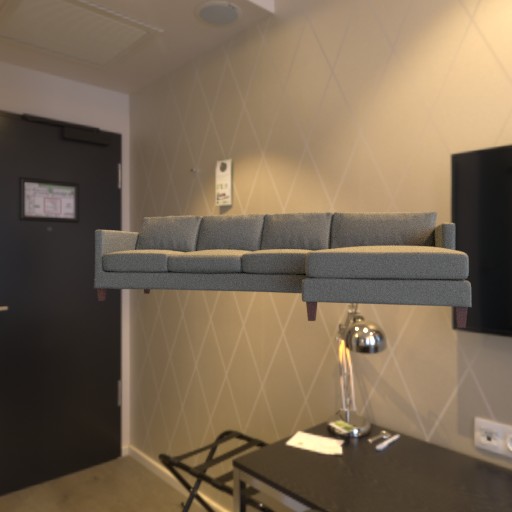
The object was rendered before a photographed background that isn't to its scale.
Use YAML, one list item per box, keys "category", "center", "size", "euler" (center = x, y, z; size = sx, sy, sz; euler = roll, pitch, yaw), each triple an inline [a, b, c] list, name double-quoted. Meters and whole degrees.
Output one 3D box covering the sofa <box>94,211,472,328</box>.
- category: "sofa"
  center: [0.000, 0.000, 3.868]
  size: [3.186, 0.861, 1.625]
  euler: [0, 0, 17]
